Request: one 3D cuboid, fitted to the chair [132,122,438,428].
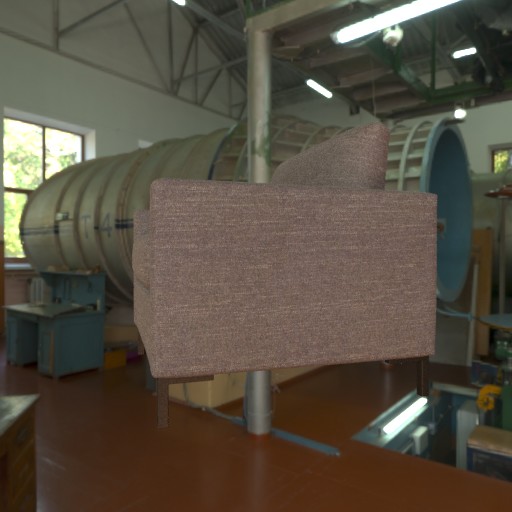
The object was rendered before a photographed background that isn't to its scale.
[{"bbox_3d":[0.000,0.000,1.607,0.845,0.841,0.940,0,0,-18],"label":"chair"}]
